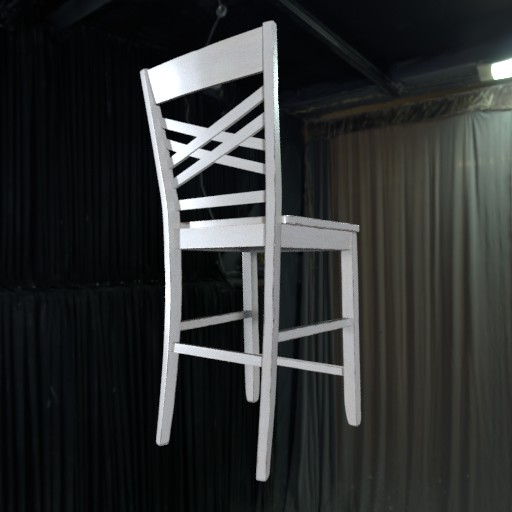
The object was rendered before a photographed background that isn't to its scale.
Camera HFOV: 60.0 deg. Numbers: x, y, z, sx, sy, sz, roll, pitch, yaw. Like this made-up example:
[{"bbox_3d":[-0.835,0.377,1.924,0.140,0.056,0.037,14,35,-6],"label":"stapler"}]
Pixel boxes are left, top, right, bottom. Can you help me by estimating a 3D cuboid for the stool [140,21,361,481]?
[{"bbox_3d":[0.000,0.000,1.350,0.462,1.079,0.539,-1,-1,36],"label":"stool"}]
